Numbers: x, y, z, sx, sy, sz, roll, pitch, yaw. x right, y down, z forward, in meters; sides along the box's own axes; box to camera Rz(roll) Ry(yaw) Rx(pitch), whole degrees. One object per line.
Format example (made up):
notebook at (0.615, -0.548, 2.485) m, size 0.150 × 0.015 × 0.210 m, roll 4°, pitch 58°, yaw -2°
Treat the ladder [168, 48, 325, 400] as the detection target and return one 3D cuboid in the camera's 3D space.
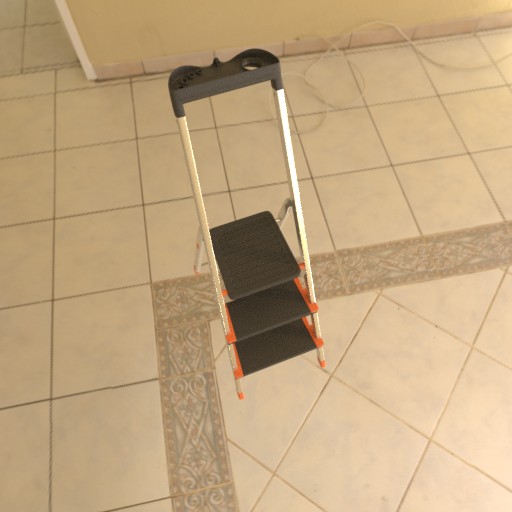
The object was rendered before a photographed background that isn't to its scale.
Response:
ladder at (0.000, 0.000, 1.568) m, size 0.416 × 1.229 × 0.686 m, roll -19°, pitch 65°, yaw -9°
